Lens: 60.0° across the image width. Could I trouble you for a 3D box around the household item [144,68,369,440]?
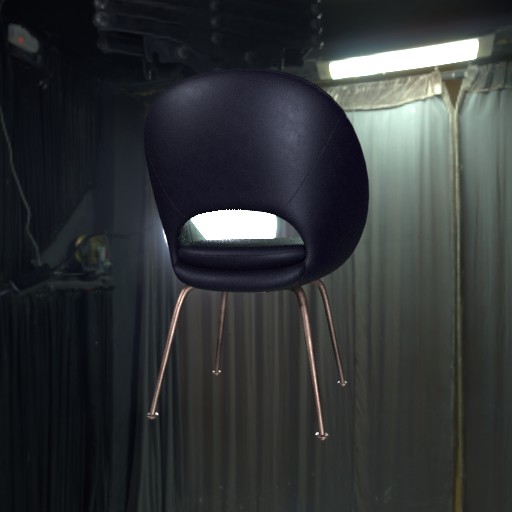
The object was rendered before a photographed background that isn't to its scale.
[{"bbox_3d":[0.000,0.000,1.266,0.623,0.852,0.573,0,0,17],"label":"household item"}]
